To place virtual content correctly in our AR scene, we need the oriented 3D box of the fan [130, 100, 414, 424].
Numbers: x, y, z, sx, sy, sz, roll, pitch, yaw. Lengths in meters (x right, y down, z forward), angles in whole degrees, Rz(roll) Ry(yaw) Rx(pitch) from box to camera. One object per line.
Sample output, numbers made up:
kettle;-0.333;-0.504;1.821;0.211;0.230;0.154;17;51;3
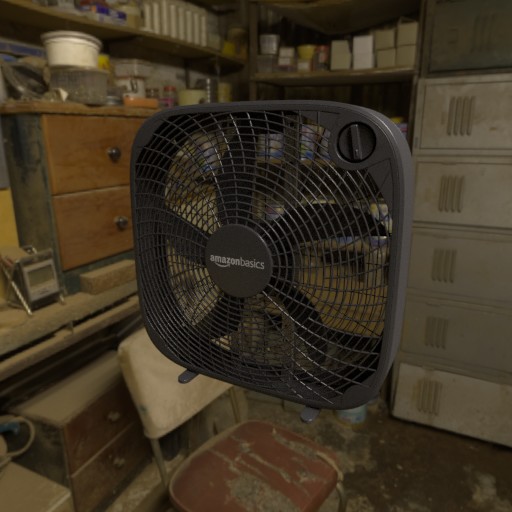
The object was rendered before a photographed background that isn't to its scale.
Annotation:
fan;0.000;0.000;0.815;0.526;0.533;0.142;8;17;27
